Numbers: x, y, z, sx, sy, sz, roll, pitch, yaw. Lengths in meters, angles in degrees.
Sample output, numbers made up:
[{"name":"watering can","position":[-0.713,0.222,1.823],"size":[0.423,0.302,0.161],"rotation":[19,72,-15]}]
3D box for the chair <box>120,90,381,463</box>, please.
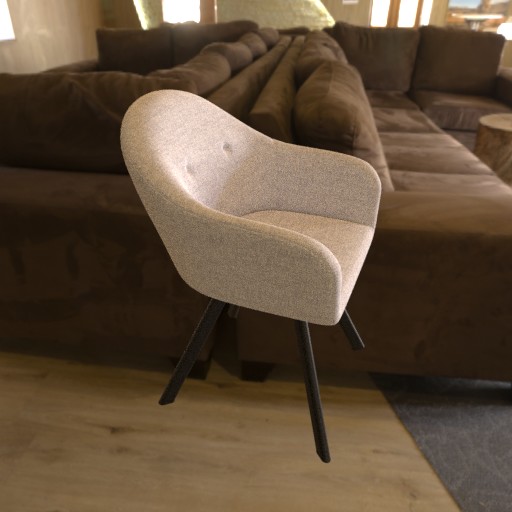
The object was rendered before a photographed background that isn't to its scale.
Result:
[{"name":"chair","position":[0.000,0.000,1.148],"size":[0.570,0.780,0.540],"rotation":[11,31,19]}]
